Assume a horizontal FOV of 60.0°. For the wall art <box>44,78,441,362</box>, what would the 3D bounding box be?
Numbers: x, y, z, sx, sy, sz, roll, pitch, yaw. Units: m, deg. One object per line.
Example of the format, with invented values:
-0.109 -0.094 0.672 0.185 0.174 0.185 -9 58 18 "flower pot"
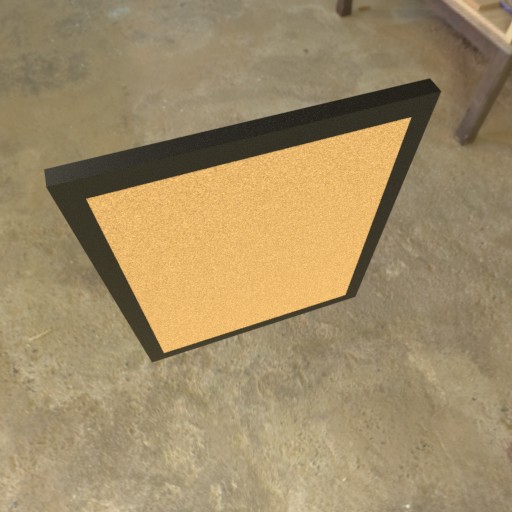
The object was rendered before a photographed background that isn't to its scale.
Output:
0.000 0.000 0.682 0.432 0.508 0.025 -16 59 -10 "wall art"
